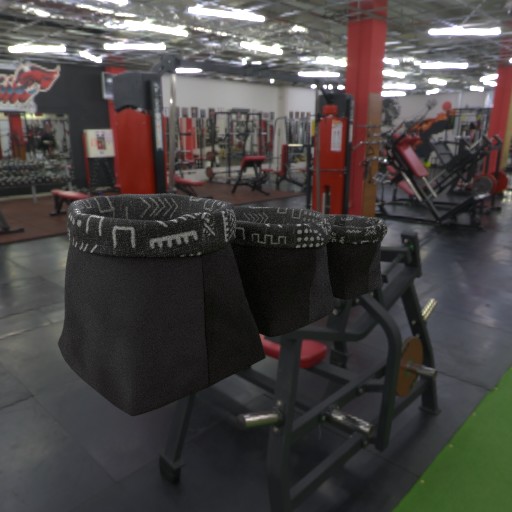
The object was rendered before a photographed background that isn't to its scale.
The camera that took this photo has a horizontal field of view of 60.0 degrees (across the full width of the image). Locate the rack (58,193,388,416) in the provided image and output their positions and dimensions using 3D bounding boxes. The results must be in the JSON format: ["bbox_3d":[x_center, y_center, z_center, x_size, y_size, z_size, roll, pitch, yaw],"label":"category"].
[{"bbox_3d":[0.000,0.000,1.090,0.905,0.323,0.379,-14,21,-42],"label":"rack"}]
